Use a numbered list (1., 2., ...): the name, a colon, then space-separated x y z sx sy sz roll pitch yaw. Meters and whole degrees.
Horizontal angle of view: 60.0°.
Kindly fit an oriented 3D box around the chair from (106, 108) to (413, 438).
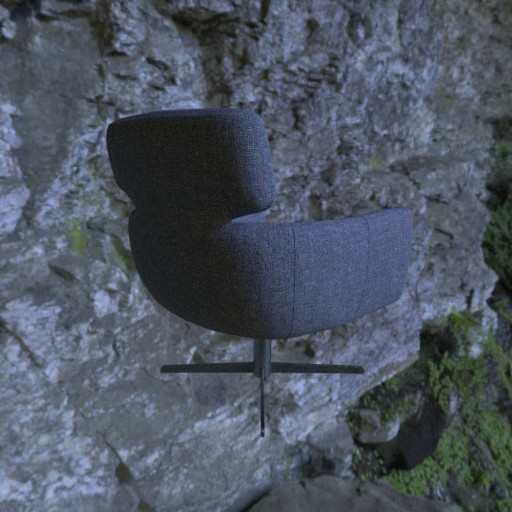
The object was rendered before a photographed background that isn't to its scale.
1. chair: 0.000 0.000 1.351 0.715 0.812 0.706 -13 19 -43
